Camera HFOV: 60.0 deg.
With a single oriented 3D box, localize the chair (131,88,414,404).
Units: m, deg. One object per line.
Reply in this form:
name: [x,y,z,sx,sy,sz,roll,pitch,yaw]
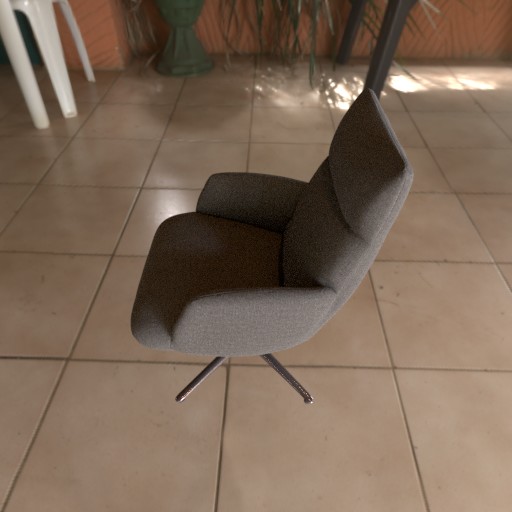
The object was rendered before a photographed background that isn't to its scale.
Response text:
chair: [0.000,0.000,1.537,0.831,0.984,0.702,0,41,0]
